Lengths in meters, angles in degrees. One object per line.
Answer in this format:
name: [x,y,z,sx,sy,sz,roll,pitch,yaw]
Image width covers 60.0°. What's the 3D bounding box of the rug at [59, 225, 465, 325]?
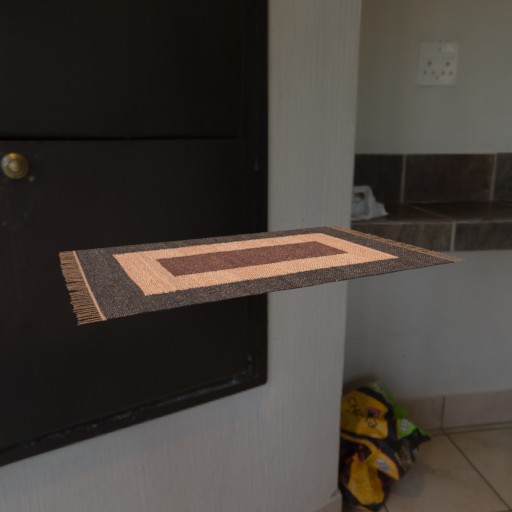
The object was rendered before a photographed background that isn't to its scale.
rug: [0.000,0.000,1.922,1.541,0.013,0.920,-7,16,-26]
